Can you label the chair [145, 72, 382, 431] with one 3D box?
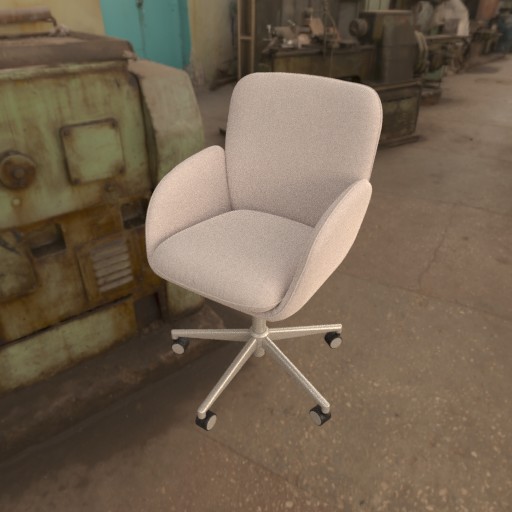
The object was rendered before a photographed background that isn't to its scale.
[{"bbox_3d":[0.000,0.000,1.356,0.648,0.959,0.633,19,36,28],"label":"chair"}]
